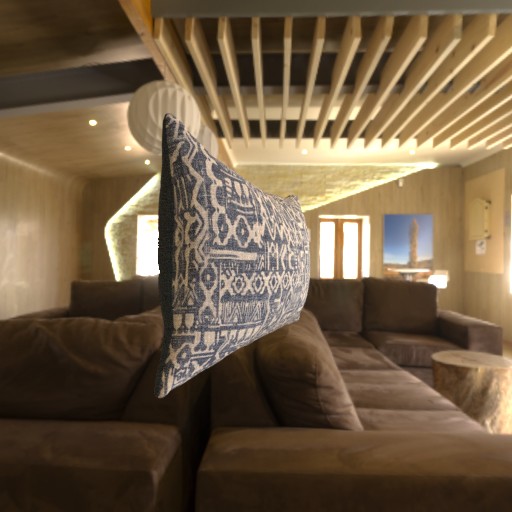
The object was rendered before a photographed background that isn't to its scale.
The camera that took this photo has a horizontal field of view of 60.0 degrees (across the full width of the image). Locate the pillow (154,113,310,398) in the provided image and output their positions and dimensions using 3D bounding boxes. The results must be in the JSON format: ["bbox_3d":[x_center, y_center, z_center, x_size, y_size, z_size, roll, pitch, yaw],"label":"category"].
[{"bbox_3d":[0.000,0.000,0.737,0.148,0.292,0.631,0,-1,18],"label":"pillow"}]
